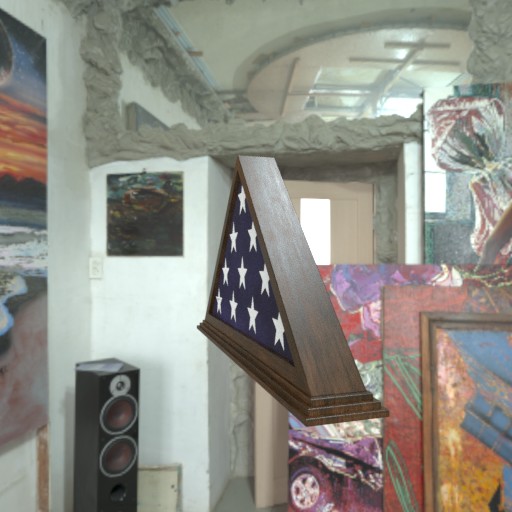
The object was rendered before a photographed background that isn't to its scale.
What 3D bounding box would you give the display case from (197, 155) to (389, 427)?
[{"bbox_3d":[0.000,0.000,0.757,0.095,0.340,0.640,0,0,-17],"label":"display case"}]
